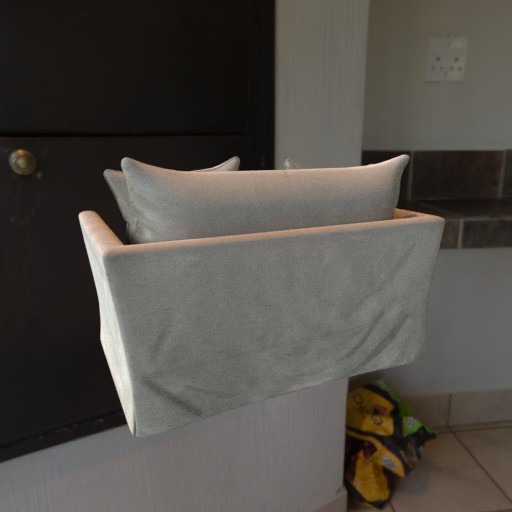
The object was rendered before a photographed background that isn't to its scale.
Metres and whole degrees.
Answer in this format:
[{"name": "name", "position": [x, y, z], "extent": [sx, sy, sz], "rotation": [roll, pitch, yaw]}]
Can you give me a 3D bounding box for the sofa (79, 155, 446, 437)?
[{"name": "sofa", "position": [0.000, 0.000, 2.298], "extent": [1.608, 1.040, 1.035], "rotation": [-7, 16, -25]}]
